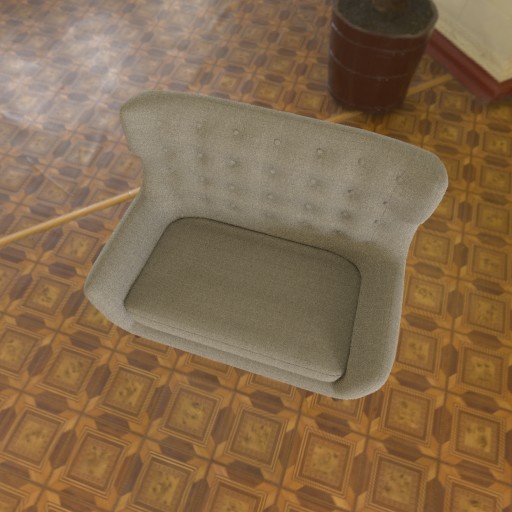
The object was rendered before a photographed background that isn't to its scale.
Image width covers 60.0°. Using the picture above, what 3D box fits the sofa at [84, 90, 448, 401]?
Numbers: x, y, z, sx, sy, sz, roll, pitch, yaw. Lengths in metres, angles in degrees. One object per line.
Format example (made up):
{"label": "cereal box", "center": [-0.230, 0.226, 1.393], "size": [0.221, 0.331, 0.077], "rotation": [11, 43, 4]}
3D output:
{"label": "sofa", "center": [0.000, 0.000, 2.051], "size": [1.386, 1.028, 0.884], "rotation": [15, 60, 9]}
